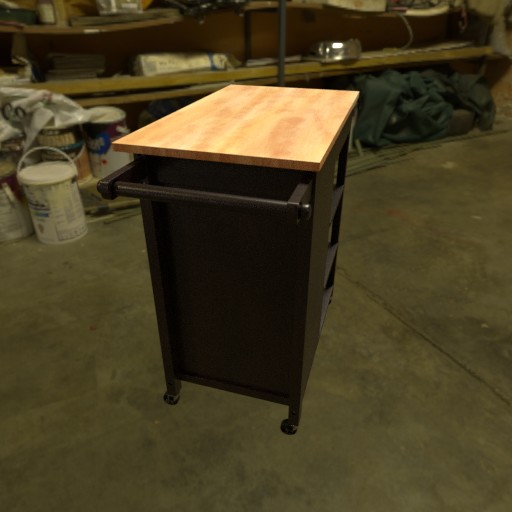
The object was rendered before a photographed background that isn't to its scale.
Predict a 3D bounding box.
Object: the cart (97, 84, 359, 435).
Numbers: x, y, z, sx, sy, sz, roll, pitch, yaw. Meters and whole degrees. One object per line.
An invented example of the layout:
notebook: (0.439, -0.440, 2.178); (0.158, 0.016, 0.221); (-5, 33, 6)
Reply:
cart: (0.000, 0.000, 1.427); (0.472, 0.878, 0.914); (9, 31, 15)
